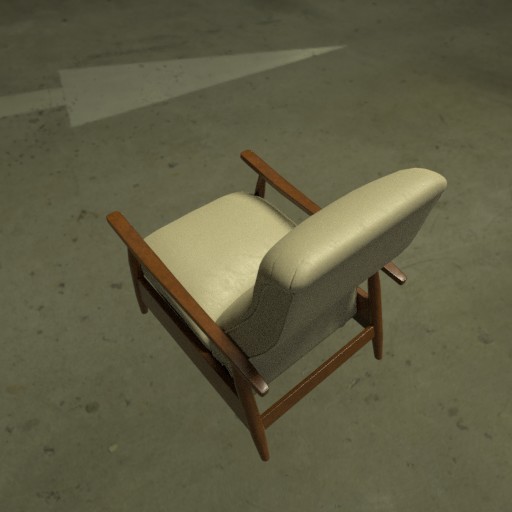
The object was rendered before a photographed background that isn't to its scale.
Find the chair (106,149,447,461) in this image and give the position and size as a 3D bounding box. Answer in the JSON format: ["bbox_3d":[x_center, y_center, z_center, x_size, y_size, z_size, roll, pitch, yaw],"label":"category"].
[{"bbox_3d":[0.000,0.000,1.771,0.762,1.082,1.014,-32,54,-26],"label":"chair"}]
